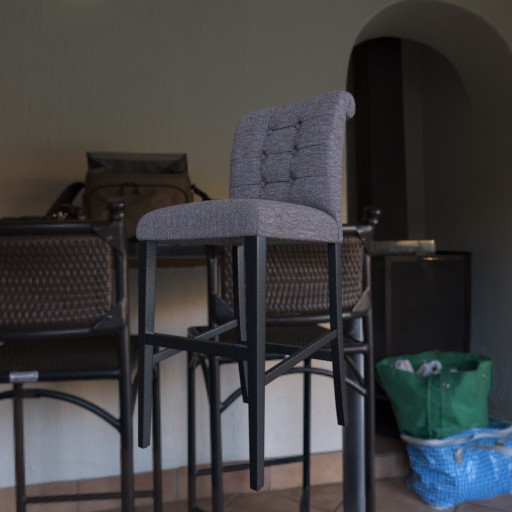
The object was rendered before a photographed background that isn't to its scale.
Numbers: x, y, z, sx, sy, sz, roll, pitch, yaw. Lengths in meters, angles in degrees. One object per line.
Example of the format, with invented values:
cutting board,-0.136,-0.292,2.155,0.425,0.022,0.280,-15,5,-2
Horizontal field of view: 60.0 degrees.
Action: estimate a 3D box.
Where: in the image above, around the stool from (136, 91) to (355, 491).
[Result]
stool,0.000,0.000,1.422,0.452,1.131,0.613,0,-1,36
